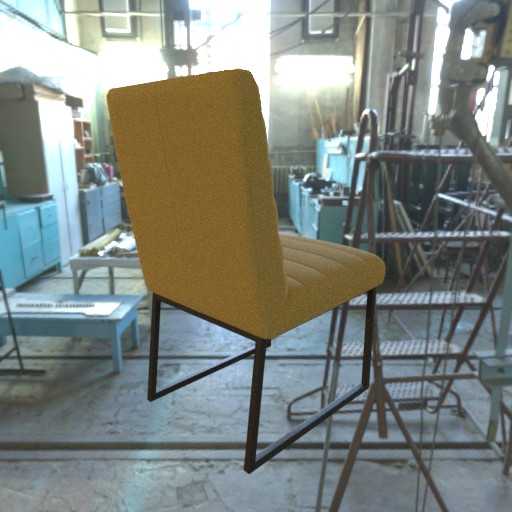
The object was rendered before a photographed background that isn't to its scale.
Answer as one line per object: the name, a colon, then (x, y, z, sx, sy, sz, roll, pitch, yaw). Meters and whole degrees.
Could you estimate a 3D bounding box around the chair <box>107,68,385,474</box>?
chair: (0.000, 0.000, 1.304, 0.520, 0.930, 0.634, 14, 20, 43)
